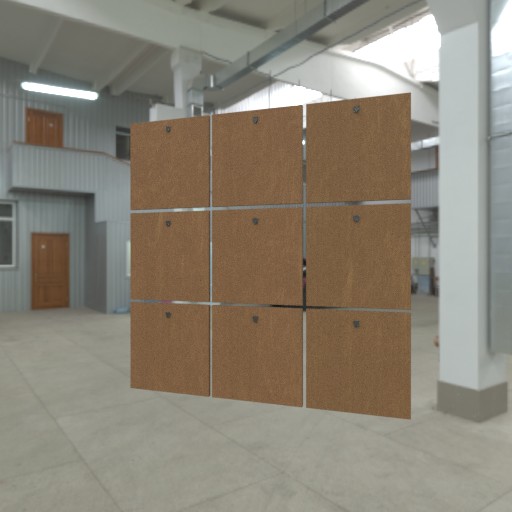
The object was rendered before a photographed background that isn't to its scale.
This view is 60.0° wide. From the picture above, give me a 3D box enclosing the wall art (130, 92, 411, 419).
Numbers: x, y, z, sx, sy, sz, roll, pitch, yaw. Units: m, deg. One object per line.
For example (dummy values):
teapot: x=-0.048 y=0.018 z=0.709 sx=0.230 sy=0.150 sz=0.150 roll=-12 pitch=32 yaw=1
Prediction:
wall art: x=0.000 y=0.000 z=1.386 sx=0.915 sy=0.913 sz=0.018 roll=0 pitch=0 yaw=19
